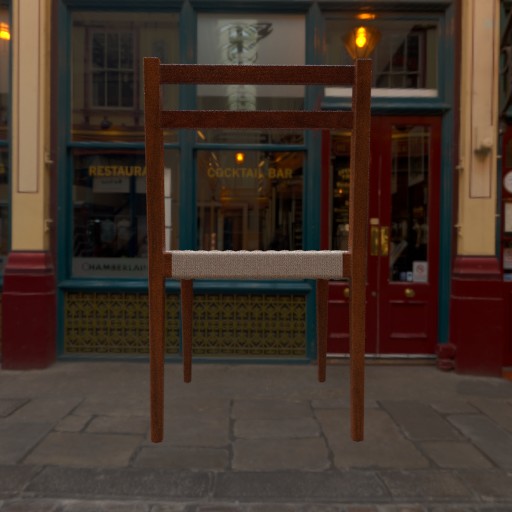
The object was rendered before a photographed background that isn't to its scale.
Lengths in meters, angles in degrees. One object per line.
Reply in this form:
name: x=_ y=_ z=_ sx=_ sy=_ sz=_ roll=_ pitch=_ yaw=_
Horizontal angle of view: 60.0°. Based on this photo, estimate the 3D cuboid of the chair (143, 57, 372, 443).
chair: x=0.000 y=0.000 z=1.229 sx=0.495 sy=0.851 sz=0.569 roll=0 pitch=0 yaw=-1
